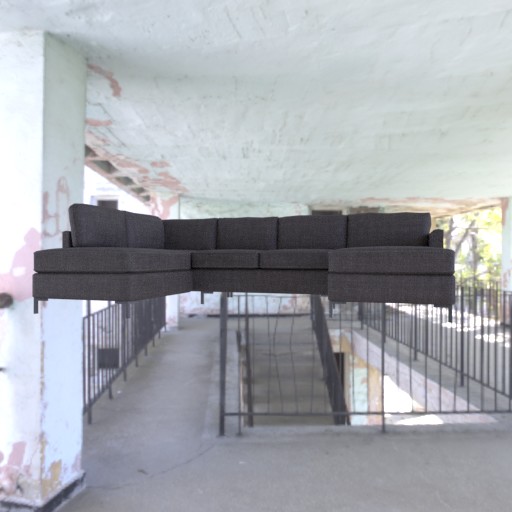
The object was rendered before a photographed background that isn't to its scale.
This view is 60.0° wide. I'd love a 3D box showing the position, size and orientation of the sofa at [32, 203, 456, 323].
[{"bbox_3d":[0.000,0.000,4.250,3.423,0.999,2.048,0,0,18],"label":"sofa"}]
